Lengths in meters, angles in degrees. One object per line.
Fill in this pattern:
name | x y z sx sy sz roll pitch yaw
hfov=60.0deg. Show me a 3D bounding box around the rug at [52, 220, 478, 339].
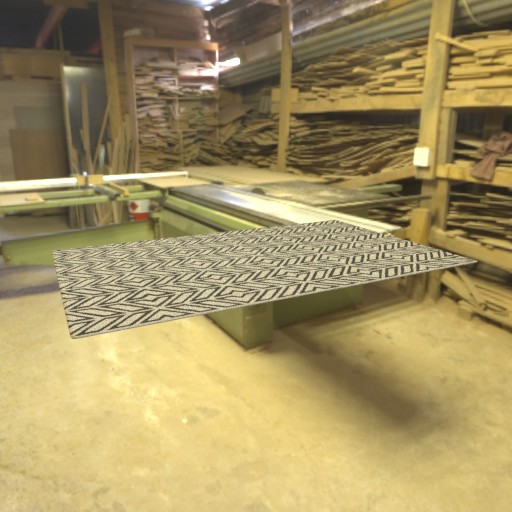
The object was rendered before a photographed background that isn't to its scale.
rug | 0.000 0.000 2.973 2.438 0.008 1.523 -8 18 -26
